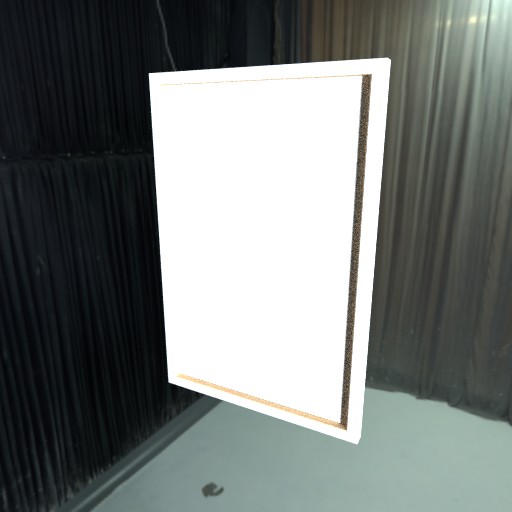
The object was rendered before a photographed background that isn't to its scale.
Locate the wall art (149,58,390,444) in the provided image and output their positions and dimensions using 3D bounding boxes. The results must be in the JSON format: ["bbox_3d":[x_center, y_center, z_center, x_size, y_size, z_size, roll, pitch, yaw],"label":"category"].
[{"bbox_3d":[0.000,0.000,1.159,0.607,0.912,0.038,9,19,27],"label":"wall art"}]
